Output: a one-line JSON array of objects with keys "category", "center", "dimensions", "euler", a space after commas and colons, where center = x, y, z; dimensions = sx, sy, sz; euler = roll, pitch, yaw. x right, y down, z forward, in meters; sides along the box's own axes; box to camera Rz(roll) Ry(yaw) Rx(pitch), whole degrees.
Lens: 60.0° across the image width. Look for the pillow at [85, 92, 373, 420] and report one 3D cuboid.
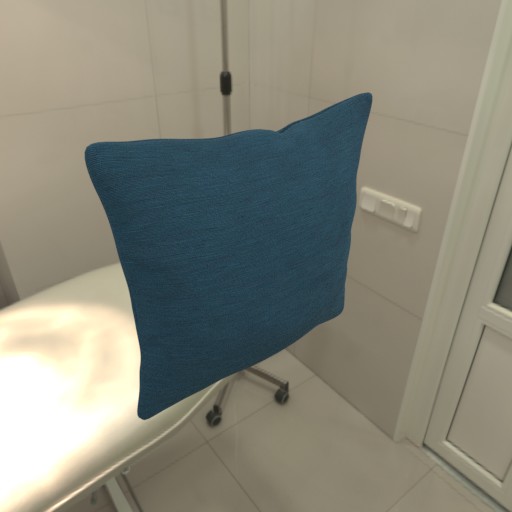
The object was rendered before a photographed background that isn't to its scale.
[{"category": "pillow", "center": [0.000, 0.000, 0.663], "dimensions": [0.437, 0.420, 0.177], "euler": [-22, 37, -31]}]
